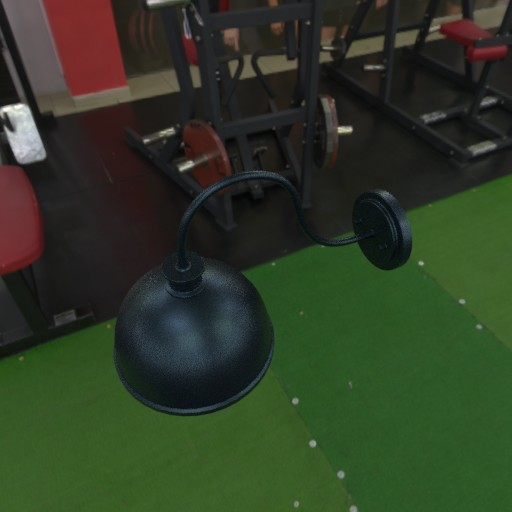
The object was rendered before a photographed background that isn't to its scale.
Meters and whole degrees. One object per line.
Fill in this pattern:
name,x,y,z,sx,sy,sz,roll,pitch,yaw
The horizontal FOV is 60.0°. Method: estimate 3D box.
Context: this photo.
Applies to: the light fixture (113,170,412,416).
light fixture,0.000,0.000,0.640,0.467,0.295,0.253,-18,47,-17
